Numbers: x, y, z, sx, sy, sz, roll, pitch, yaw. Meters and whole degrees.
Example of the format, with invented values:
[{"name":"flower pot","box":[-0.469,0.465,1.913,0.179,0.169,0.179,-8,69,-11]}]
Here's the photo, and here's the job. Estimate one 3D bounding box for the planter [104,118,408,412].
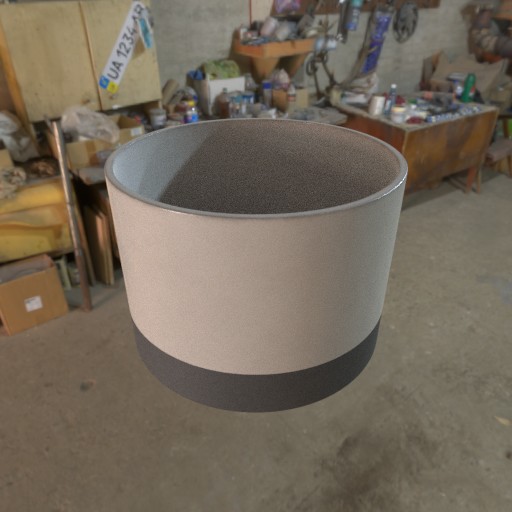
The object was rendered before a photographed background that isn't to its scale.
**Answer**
[{"name":"planter","box":[0.000,0.000,0.222,0.128,0.105,0.128,0,31,0]}]
